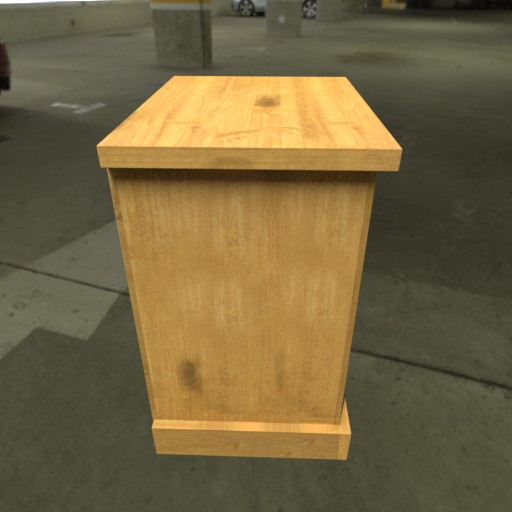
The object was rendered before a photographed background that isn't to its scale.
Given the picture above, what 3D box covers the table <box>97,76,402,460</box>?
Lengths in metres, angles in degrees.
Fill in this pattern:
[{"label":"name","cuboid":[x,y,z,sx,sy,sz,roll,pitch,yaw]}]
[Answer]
[{"label":"table","cuboid":[0.000,0.000,1.210,0.500,0.813,0.660,1,31,2]}]
